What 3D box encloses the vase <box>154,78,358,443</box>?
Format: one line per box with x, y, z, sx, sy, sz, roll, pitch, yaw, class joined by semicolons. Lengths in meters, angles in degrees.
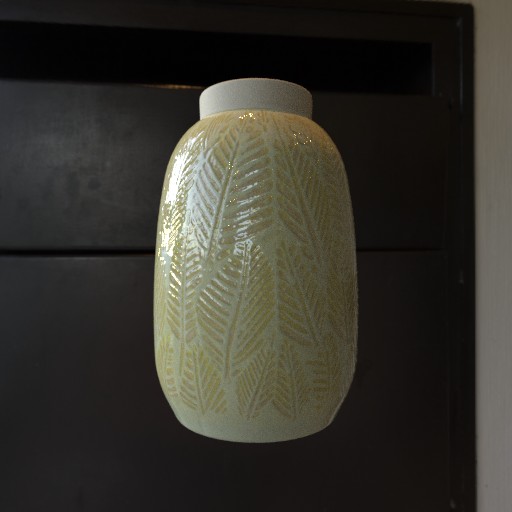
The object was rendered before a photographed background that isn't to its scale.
0.000;0.000;0.383;0.172;0.270;0.172;0;0;0;vase
